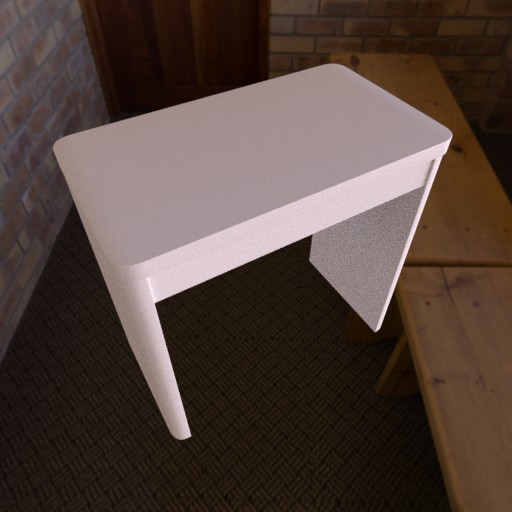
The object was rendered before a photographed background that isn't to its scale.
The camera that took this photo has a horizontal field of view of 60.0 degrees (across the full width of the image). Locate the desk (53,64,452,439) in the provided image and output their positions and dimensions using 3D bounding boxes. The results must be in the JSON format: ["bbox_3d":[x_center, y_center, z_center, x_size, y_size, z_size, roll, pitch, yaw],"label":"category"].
[{"bbox_3d":[0.000,0.000,1.254,0.790,0.760,0.446,-23,51,-20],"label":"desk"}]
